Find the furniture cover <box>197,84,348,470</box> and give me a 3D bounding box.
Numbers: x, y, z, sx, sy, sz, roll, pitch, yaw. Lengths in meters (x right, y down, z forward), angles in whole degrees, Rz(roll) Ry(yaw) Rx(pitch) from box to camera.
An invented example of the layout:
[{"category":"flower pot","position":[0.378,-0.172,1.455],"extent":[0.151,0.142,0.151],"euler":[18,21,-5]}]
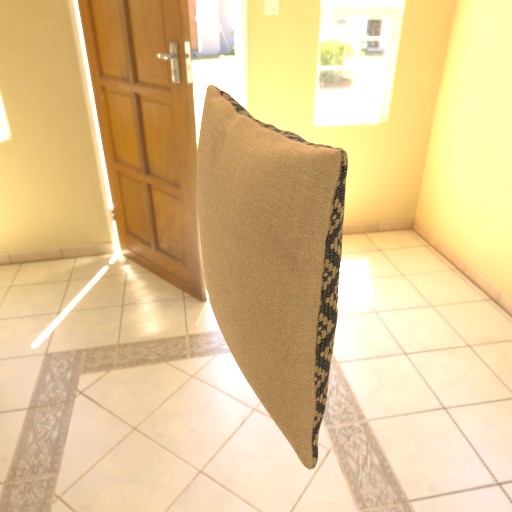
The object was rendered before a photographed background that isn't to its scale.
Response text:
[{"category":"furniture cover","position":[0.000,0.000,0.663],"extent":[0.139,0.431,0.431],"euler":[-10,31,-18]}]
